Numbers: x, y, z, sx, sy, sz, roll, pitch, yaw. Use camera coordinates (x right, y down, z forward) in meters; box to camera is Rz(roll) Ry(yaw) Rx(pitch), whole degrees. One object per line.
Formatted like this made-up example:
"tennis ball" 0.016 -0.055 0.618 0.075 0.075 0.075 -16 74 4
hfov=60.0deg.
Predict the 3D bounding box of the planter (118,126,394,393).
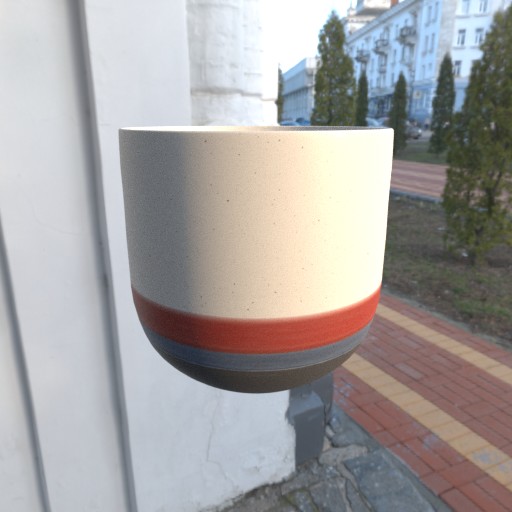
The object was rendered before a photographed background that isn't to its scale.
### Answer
"planter" 0.000 0.000 0.485 0.268 0.270 0.268 0 17 0
